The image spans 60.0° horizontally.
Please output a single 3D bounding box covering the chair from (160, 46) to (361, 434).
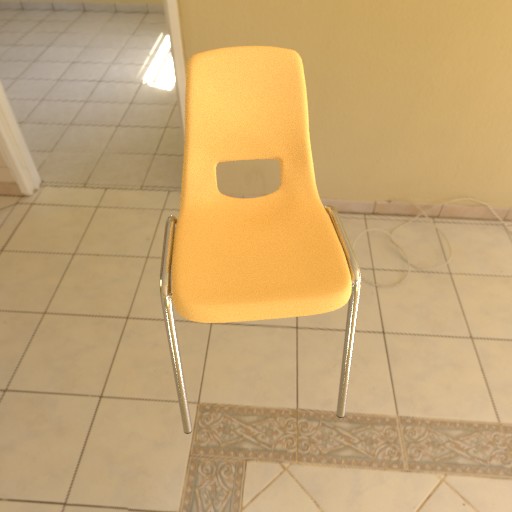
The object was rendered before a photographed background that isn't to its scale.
[{"bbox_3d":[0.000,0.000,0.937,0.381,0.704,0.436,-4,46,-4],"label":"chair"}]
